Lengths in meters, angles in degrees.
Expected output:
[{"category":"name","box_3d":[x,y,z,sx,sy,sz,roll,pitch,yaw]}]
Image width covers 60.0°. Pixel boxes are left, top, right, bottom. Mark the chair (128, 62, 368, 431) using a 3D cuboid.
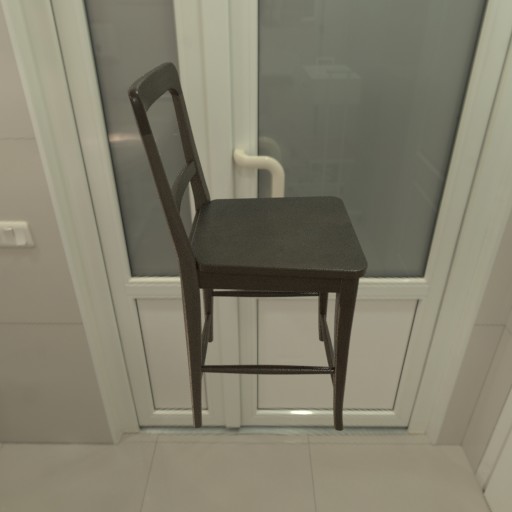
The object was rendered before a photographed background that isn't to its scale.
[{"category":"chair","box_3d":[0.000,0.000,1.285,0.546,0.991,0.450,0,31,0]}]
